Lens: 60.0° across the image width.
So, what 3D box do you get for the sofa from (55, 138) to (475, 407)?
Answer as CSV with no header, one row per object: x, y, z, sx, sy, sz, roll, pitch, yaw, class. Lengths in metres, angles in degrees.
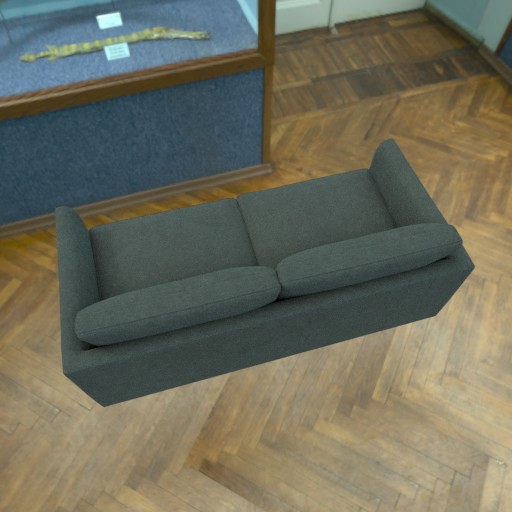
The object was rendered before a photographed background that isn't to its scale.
0.000,0.000,2.752,2.257,0.838,1.092,-13,58,-8,sofa
